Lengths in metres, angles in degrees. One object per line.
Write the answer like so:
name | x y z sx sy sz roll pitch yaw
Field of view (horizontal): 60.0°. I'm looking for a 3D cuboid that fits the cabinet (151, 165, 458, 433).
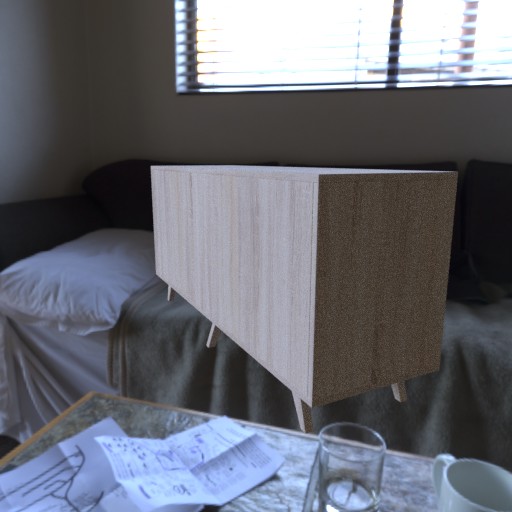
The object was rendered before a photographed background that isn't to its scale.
cabinet | 0.000 0.000 2.001 0.500 0.780 1.650 -6 14 -27
